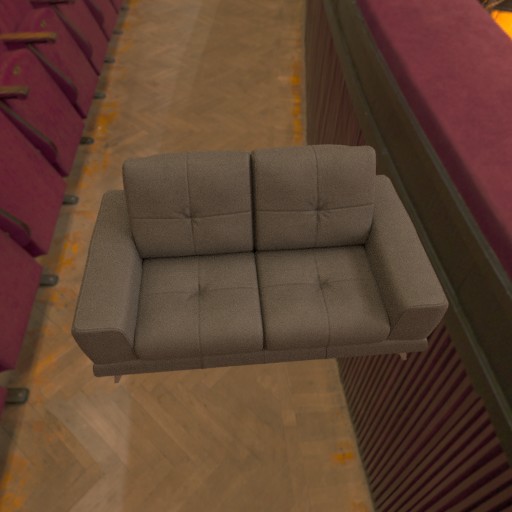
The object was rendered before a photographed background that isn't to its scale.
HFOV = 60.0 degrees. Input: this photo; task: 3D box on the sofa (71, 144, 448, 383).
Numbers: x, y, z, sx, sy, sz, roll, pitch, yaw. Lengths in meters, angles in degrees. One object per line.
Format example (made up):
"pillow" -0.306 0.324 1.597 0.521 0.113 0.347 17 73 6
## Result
"sofa" 0.000 0.000 2.436 1.806 0.907 1.018 -4 48 -3
